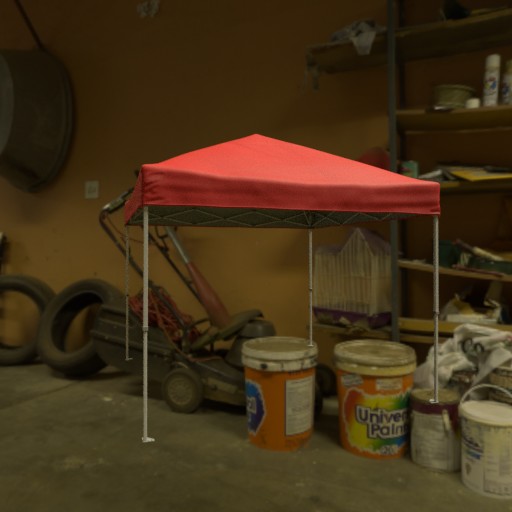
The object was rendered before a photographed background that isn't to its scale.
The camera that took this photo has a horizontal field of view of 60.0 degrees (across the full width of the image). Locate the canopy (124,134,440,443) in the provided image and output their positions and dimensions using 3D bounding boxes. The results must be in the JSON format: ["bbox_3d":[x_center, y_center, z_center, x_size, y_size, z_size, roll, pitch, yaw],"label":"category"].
[{"bbox_3d":[0.000,0.000,5.466,2.996,2.997,2.998,0,1,-19],"label":"canopy"}]
